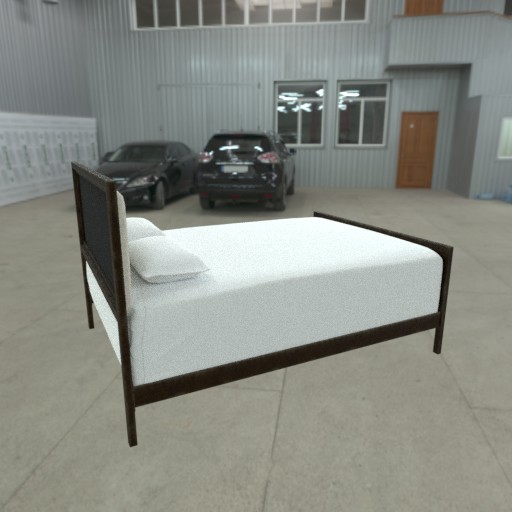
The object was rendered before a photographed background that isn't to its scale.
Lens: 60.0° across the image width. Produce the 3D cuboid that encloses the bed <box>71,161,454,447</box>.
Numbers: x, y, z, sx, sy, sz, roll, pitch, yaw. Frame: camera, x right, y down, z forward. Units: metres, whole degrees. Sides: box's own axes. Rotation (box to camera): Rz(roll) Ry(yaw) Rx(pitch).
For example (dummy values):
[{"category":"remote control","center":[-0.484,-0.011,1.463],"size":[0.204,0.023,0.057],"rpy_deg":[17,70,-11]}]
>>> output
[{"category":"bed","center":[0.000,0.000,3.207],"size":[2.221,1.313,1.607],"rpy_deg":[-8,17,-26]}]
